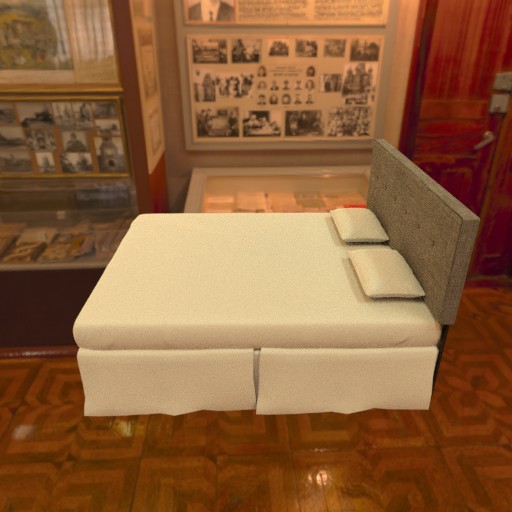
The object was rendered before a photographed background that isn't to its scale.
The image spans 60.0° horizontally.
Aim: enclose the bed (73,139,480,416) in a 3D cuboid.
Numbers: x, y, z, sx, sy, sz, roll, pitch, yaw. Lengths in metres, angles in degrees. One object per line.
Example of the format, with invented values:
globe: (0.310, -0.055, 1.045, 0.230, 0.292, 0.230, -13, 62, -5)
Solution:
bed: (0.000, 0.000, 2.906, 1.958, 1.168, 1.621, 0, 27, -1)
